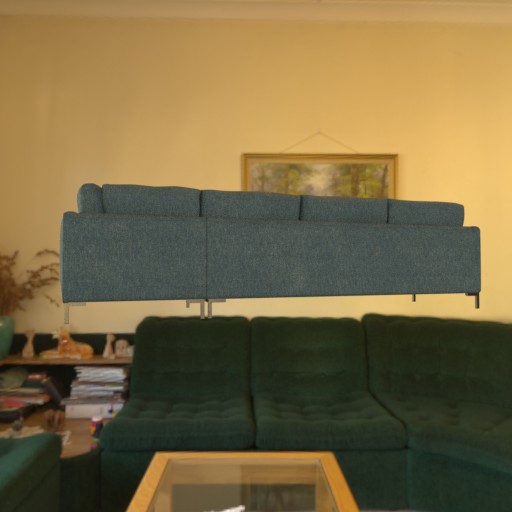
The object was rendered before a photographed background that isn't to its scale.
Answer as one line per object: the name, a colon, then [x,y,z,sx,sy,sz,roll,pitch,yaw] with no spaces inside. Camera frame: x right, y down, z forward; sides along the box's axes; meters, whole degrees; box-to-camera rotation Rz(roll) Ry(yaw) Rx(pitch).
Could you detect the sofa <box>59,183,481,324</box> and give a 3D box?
sofa: [0.000,0.000,3.806,2.949,0.815,2.007,0,-1,-18]
